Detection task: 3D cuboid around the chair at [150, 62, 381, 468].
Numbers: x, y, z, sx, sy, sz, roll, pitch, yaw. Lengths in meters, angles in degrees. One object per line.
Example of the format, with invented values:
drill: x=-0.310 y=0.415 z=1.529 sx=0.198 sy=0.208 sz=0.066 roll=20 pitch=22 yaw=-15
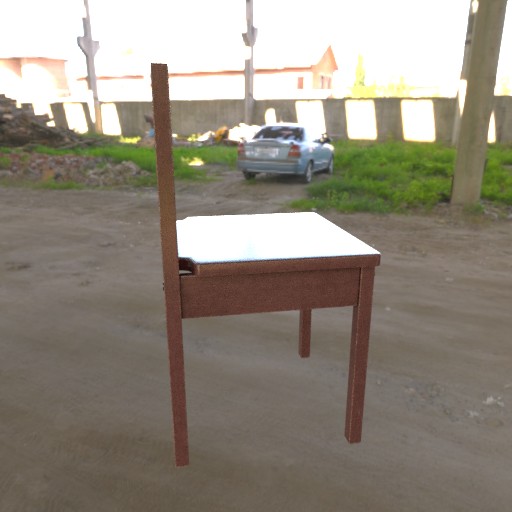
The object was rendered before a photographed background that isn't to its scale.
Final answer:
chair: x=0.000 y=0.000 z=0.890 sx=0.361 sy=0.668 sz=0.367 roll=-3 pitch=17 yaw=-10
